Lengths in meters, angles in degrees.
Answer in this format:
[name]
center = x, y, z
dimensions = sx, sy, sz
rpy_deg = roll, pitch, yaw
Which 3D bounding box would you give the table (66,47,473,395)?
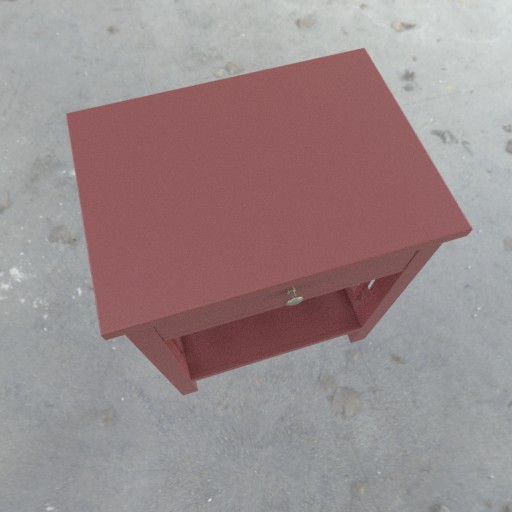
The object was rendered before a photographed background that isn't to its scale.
[table]
center = 0.000, 0.000, 1.073
dimensions = 0.599, 0.686, 0.451
rpy_deg = -15, 65, -7
